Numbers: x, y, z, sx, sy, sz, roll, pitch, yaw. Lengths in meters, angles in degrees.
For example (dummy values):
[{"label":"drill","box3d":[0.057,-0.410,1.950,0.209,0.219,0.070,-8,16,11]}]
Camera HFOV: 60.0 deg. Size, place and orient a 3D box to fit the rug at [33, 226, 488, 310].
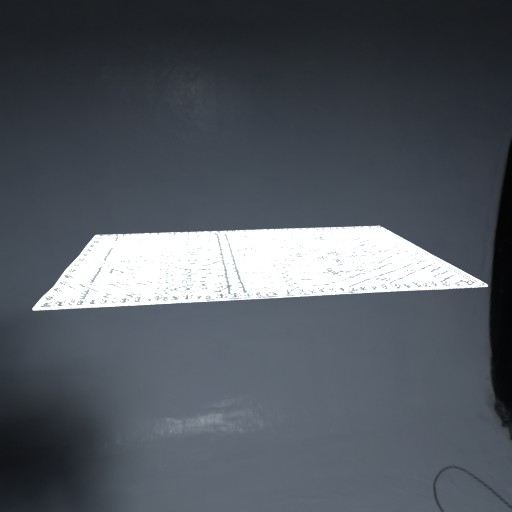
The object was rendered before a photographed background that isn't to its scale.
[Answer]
[{"label":"rug","box3d":[0.000,0.000,3.075,2.444,0.012,1.530,-2,17,-8]}]
